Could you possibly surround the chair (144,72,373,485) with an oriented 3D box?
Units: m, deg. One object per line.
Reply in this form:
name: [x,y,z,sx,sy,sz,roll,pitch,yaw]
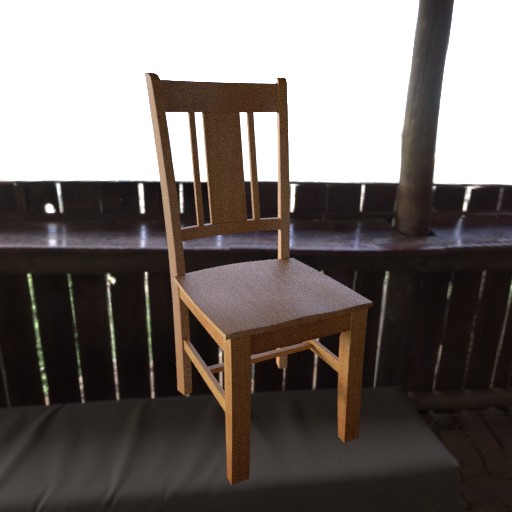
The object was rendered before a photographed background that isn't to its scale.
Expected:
chair: [0.000,0.000,1.269,0.450,0.998,0.556,-8,20,-24]
